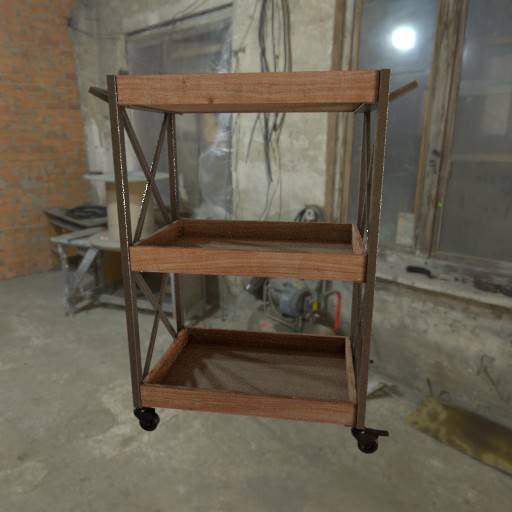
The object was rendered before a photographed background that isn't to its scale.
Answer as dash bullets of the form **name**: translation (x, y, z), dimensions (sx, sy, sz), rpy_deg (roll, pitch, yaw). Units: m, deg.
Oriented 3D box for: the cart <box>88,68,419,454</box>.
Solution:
- **cart**: translation (0.000, 0.000, 1.141), dimensions (0.673, 0.835, 0.377), rpy_deg (2, 15, 8)
